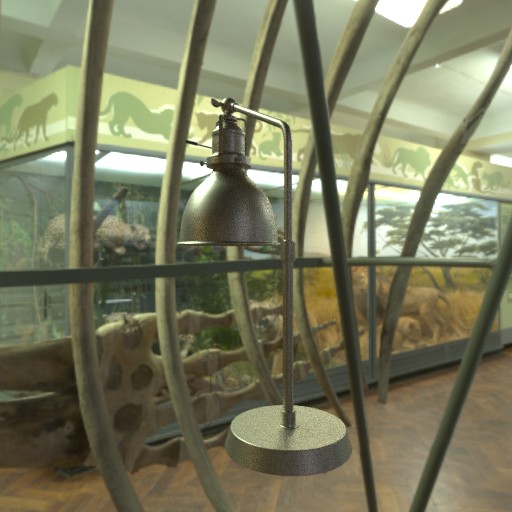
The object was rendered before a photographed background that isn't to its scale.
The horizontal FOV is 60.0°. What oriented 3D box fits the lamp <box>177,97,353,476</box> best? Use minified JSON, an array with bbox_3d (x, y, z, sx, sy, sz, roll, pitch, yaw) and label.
[{"bbox_3d":[0.000,0.000,0.589,0.153,0.456,0.286,0,1,-36],"label":"lamp"}]
